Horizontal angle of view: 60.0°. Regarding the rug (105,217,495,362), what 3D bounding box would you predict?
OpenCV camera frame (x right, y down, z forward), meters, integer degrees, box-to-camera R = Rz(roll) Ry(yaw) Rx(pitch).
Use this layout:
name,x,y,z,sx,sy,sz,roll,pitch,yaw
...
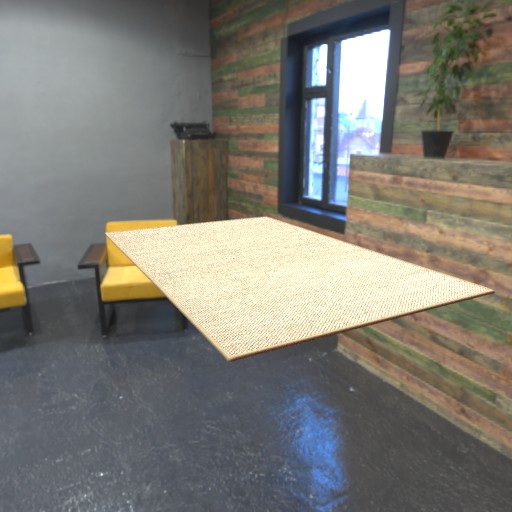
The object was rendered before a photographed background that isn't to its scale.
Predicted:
name,x,y,z,sx,sy,sz,roll,pitch,yaw
rug,0.000,0.000,2.056,1.062,0.013,1.667,-8,17,-27
